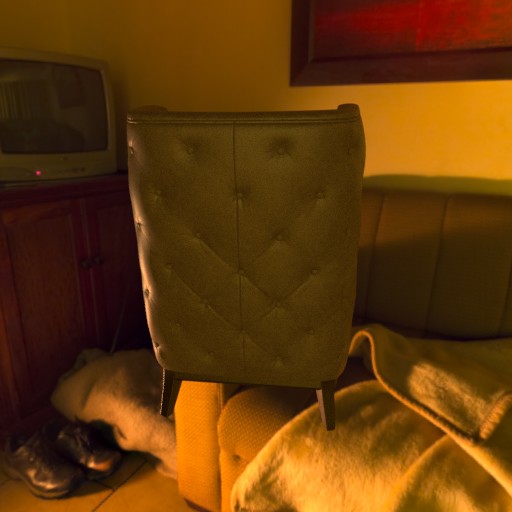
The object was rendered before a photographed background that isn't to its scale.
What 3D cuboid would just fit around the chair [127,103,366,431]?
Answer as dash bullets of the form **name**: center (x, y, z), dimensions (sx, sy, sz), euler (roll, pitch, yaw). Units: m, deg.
- **chair**: center (0.000, 0.000, 1.692), dimensions (0.769, 1.079, 0.899), euler (2, 16, 7)
